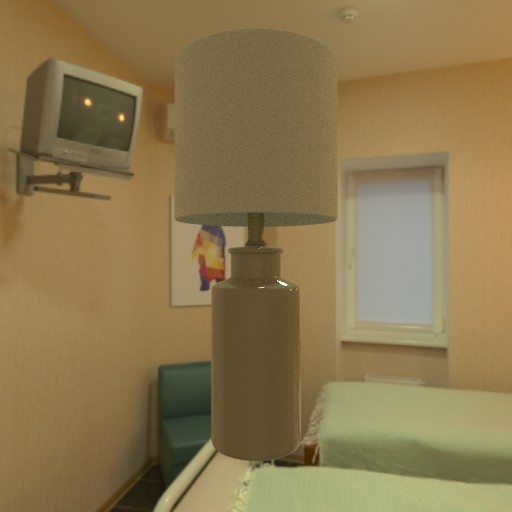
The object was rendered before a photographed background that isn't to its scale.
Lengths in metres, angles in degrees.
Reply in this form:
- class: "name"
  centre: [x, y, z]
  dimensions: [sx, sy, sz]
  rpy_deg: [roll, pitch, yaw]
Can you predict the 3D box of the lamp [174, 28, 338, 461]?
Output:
- class: "lamp"
  centre: [0.000, 0.000, 0.584]
  dimensions: [0.212, 0.493, 0.212]
  rpy_deg: [0, 0, -17]
